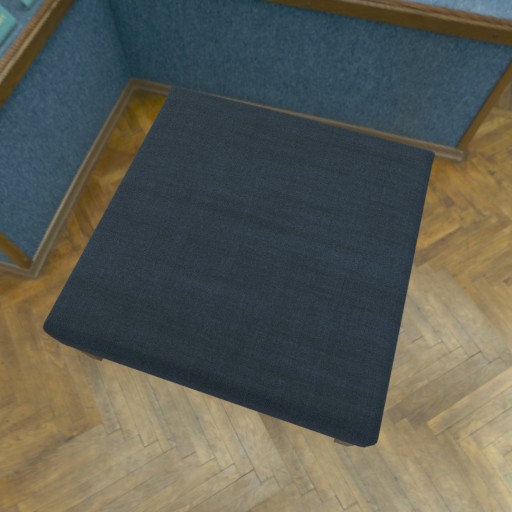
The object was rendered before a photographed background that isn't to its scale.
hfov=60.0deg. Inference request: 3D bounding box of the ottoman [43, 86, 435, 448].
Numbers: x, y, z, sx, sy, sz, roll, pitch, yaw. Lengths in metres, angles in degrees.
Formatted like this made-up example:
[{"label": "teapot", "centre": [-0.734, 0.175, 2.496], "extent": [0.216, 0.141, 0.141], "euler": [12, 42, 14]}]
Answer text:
[{"label": "ottoman", "centre": [0.000, 0.000, 1.398], "extent": [0.890, 0.411, 0.889], "euler": [17, 66, 8]}]
